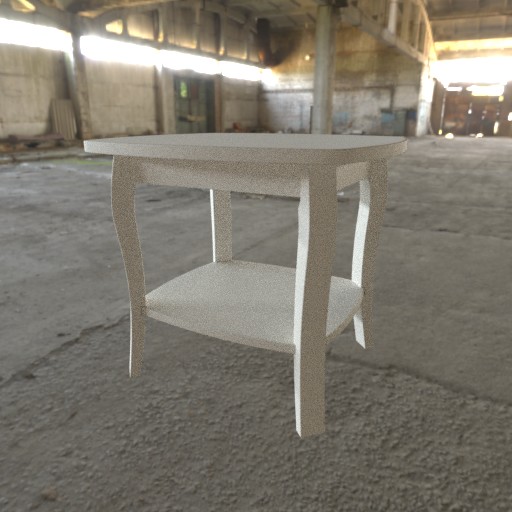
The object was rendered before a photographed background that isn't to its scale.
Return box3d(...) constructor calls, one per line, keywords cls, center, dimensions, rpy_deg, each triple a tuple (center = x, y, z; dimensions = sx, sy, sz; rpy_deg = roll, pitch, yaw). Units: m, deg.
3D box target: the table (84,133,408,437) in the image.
box3d(cls="table", center=(0.000, 0.000, 0.851), dimensions=(0.502, 0.438, 0.451), rpy_deg=(9, 20, 27))
